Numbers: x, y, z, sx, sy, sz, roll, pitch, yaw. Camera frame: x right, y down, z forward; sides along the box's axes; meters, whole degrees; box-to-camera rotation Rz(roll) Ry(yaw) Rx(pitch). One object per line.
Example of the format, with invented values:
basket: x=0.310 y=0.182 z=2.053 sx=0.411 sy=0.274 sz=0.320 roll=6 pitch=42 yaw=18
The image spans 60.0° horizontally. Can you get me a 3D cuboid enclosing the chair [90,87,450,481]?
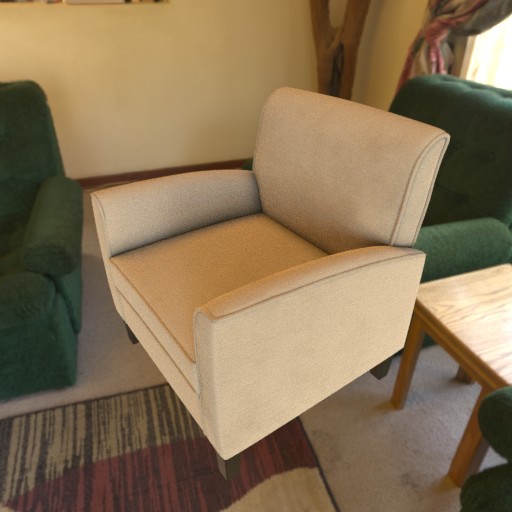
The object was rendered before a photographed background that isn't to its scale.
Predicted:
chair: x=0.000 y=0.000 z=1.503 sx=0.821 sy=0.915 sz=0.820 roll=-21 pitch=38 yaw=-30
